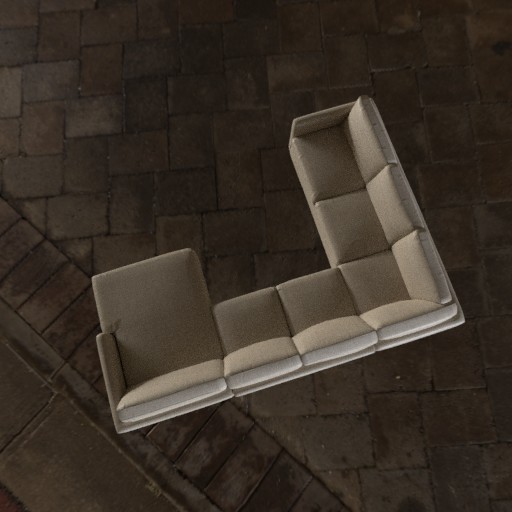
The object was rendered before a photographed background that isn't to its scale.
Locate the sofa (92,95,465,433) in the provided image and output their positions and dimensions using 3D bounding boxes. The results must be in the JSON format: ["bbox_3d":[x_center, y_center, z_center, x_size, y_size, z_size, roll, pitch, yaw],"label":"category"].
[{"bbox_3d":[0.000,0.000,4.658,3.460,0.961,2.594,-17,77,-4],"label":"sofa"}]
